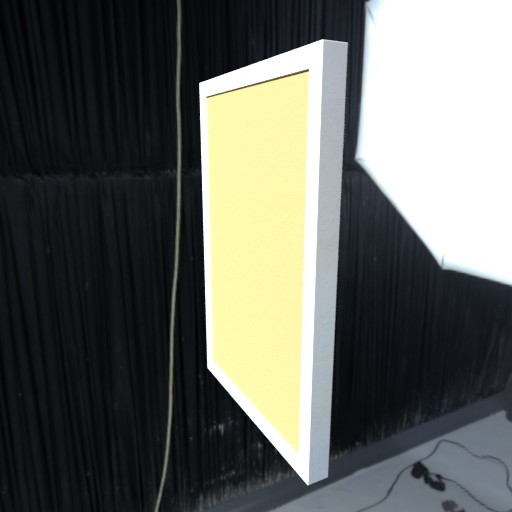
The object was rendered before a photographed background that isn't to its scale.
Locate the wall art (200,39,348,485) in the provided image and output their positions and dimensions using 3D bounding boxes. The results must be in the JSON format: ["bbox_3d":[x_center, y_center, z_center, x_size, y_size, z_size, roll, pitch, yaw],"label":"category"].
[{"bbox_3d":[0.000,0.000,0.771,0.038,0.611,0.408,-7,15,-27],"label":"wall art"}]
